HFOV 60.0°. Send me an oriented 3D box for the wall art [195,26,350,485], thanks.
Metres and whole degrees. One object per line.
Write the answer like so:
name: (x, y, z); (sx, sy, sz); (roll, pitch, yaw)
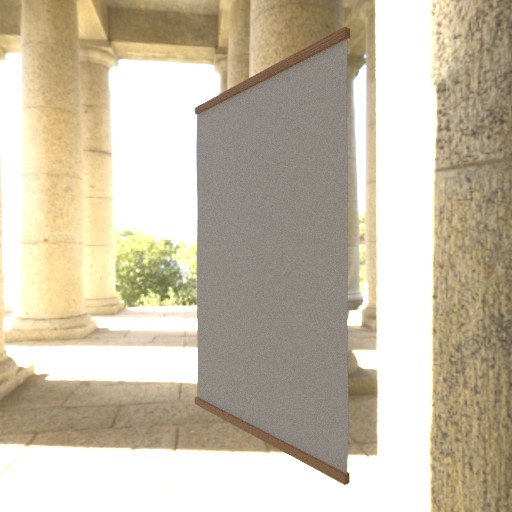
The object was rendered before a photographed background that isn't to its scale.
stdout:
wall art: (0.000, 0.000, 1.880); (0.025, 1.521, 1.011); (0, 0, -37)
